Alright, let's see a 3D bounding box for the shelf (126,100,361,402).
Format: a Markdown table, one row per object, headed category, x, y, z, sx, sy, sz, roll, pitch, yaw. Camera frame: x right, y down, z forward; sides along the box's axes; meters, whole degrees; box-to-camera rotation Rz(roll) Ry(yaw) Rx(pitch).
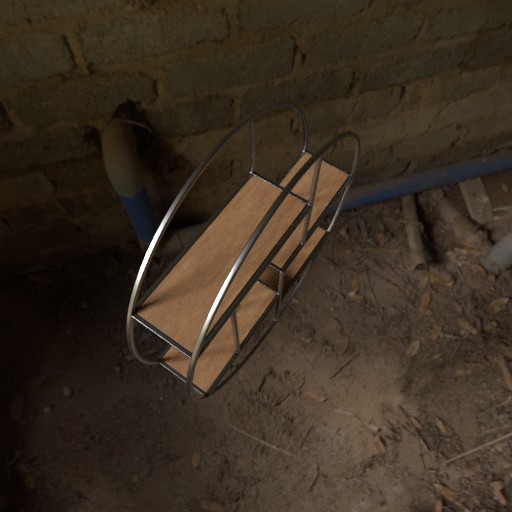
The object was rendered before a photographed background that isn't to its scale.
| category | x | y | z | sx | sy | sz | roll | pitch | yaw |
| --- | --- | --- | --- | --- | --- | --- | --- | --- | --- |
| shelf | 0.000 | 0.000 | 1.353 | 0.202 | 0.888 | 0.888 | 31 | 67 | 15 |
